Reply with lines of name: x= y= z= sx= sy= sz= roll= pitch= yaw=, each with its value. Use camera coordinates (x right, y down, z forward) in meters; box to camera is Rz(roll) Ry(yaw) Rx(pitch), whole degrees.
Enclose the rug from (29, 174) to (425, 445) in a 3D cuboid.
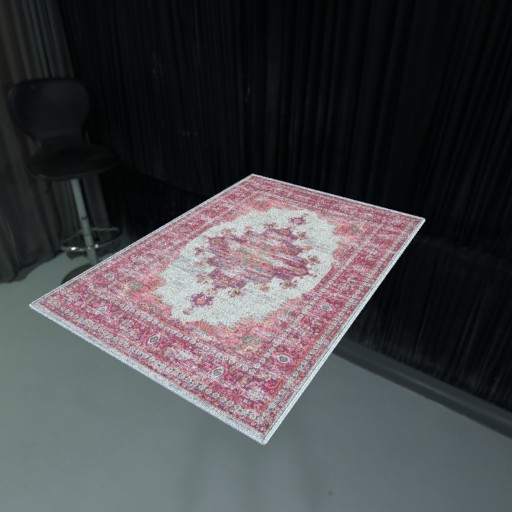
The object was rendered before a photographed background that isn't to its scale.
rug: x=0.000 y=0.000 z=2.254 sx=1.217 sy=0.011 sz=1.747 roll=20 pitch=38 yaw=28
